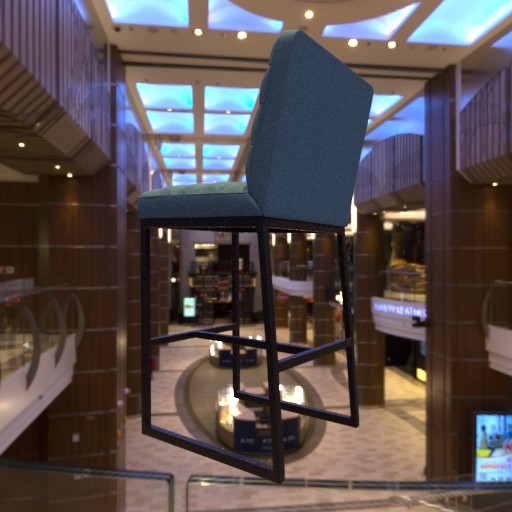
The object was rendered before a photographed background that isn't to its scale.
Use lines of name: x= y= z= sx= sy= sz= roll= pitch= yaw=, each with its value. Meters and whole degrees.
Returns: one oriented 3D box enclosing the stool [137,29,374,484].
stool: x=0.000 y=0.000 z=1.321 sx=0.560 sy=1.040 sz=0.460 roll=0 pitch=0 yaw=37
